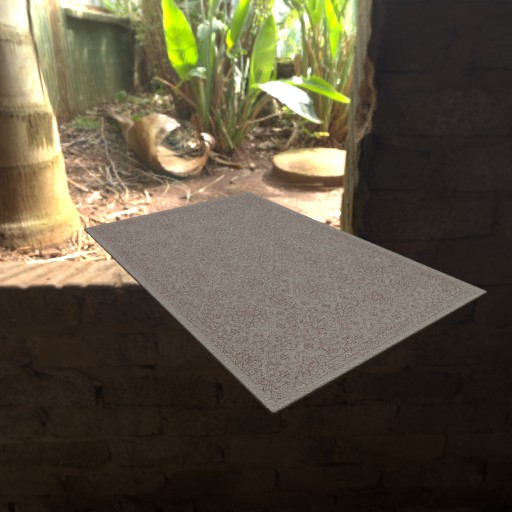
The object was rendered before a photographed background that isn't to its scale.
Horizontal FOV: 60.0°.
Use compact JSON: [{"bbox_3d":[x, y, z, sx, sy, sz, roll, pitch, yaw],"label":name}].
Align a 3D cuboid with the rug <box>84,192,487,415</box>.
[{"bbox_3d":[0.000,0.000,2.310,1.219,0.010,1.829,-18,31,-32],"label":"rug"}]
